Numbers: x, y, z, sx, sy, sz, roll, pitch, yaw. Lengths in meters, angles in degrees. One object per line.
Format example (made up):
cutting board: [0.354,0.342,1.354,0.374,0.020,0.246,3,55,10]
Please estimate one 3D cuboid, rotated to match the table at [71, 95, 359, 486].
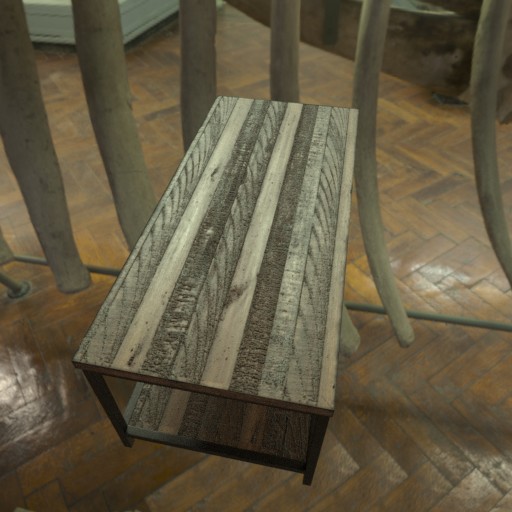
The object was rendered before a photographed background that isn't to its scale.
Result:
table: [0.000,0.000,1.212,0.452,0.399,0.990,8,47,8]
